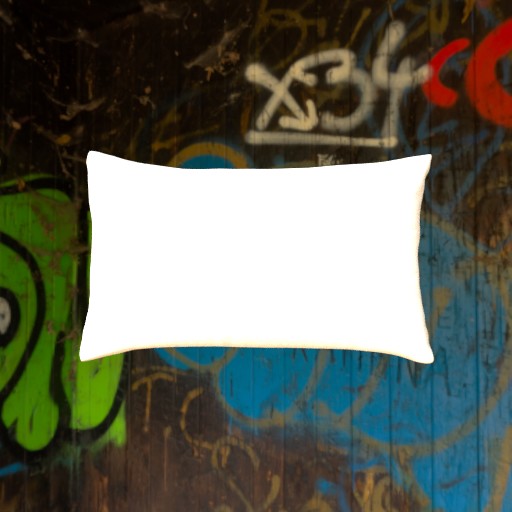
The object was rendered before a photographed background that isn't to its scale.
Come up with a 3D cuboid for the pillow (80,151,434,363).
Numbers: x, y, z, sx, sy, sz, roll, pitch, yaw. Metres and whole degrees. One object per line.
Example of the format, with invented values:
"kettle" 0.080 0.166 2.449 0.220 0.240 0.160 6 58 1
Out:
"pillow" 0.000 0.000 0.639 0.506 0.305 0.139 0 -2 1
